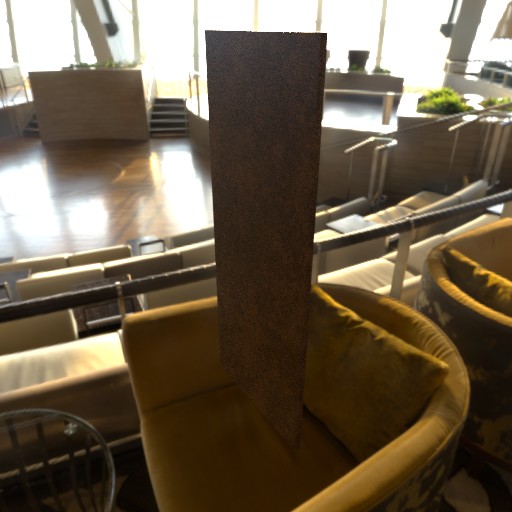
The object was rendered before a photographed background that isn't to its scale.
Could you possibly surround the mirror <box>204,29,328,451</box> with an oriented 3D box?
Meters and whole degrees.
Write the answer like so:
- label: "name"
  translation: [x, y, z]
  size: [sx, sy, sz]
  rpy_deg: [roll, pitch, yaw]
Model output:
- label: "mirror"
  translation: [0.000, 0.000, 2.241]
  size: [0.032, 2.031, 0.812]
  rpy_deg: [-17, 32, -30]
